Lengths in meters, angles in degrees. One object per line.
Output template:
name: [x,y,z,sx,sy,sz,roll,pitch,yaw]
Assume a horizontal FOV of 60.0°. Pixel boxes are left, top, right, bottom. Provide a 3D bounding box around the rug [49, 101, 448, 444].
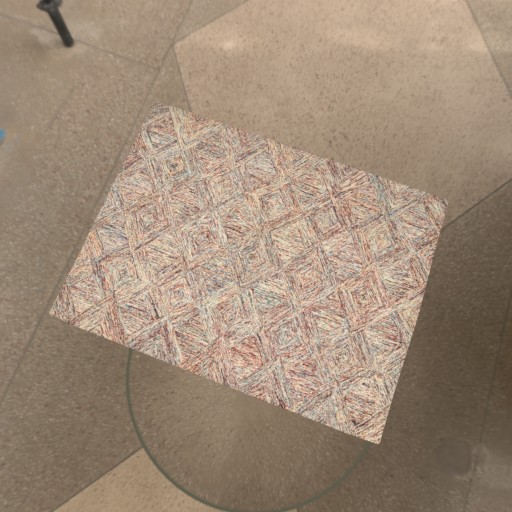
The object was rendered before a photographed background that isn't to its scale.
rug: [0.000,0.000,4.268,3.226,0.024,2.436,20,76,5]
